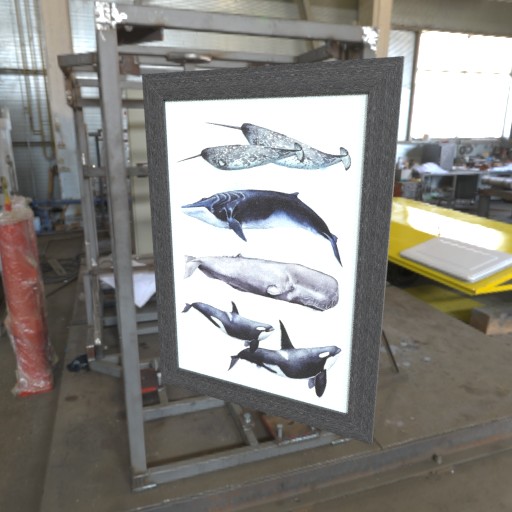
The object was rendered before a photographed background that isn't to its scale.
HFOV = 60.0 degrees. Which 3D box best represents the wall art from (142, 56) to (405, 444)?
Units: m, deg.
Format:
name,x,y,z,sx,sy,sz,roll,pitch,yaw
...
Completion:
name,x,y,z,sx,sy,sz,roll,pitch,yaw
wall art,0.000,0.000,1.410,0.810,1.116,0.016,8,17,25
